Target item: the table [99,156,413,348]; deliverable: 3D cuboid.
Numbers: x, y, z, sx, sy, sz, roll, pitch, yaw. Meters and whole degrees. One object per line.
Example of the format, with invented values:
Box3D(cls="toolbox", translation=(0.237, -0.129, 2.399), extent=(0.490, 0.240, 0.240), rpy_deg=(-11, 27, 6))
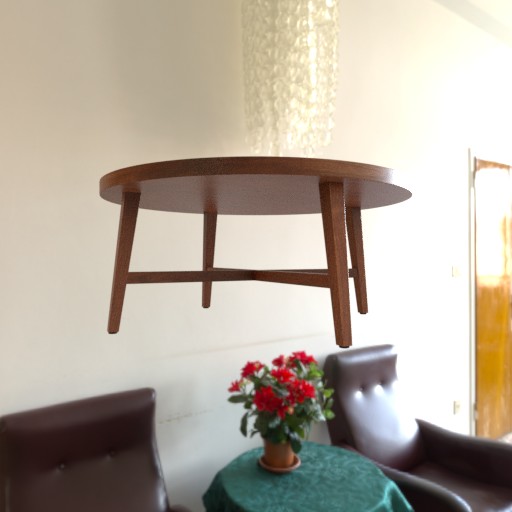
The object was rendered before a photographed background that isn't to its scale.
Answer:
Box3D(cls="table", translation=(0.000, 0.000, 1.201), extent=(0.800, 0.360, 0.800), rpy_deg=(0, 0, 0))
